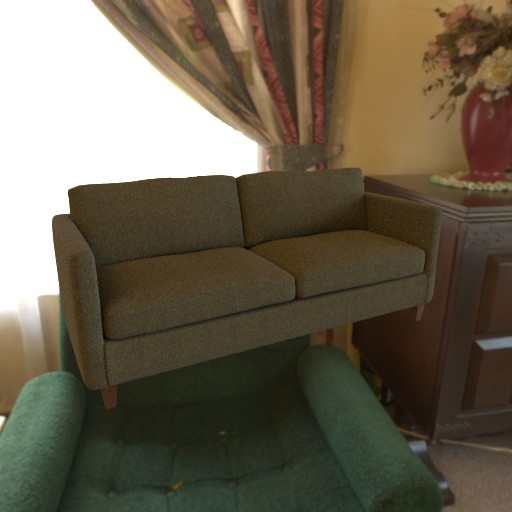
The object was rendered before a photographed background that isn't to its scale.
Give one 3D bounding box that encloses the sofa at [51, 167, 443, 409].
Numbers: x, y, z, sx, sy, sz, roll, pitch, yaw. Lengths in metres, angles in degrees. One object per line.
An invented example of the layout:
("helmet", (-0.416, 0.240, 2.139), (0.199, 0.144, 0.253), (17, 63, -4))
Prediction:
("sofa", (0.000, 0.000, 2.732), (2.208, 0.965, 0.948), (-9, 19, -27))
